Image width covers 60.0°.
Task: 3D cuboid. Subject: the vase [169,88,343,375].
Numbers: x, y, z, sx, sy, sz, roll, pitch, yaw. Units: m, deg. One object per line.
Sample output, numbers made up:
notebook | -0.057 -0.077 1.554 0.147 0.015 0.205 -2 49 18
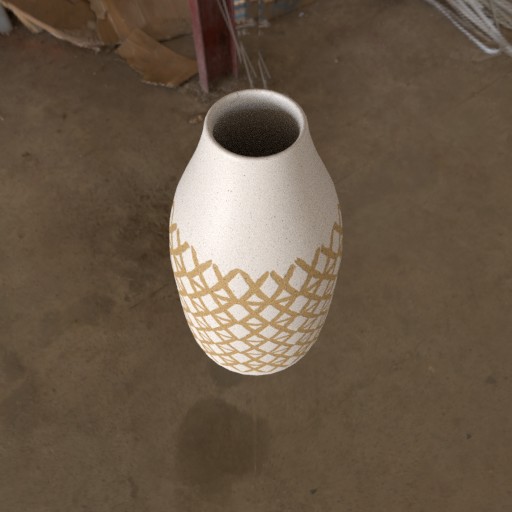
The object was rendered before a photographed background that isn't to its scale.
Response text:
vase | 0.000 0.000 0.485 0.186 0.380 0.186 0 59 0
